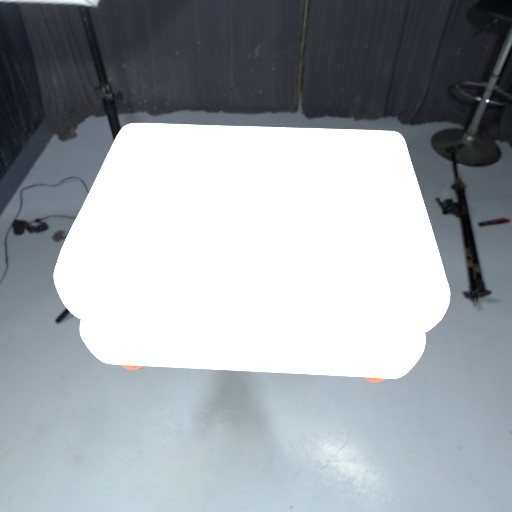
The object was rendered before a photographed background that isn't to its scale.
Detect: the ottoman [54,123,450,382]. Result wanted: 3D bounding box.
[{"bbox_3d":[0.000,0.000,1.145,0.773,0.499,0.569,2,47,2],"label":"ottoman"}]
